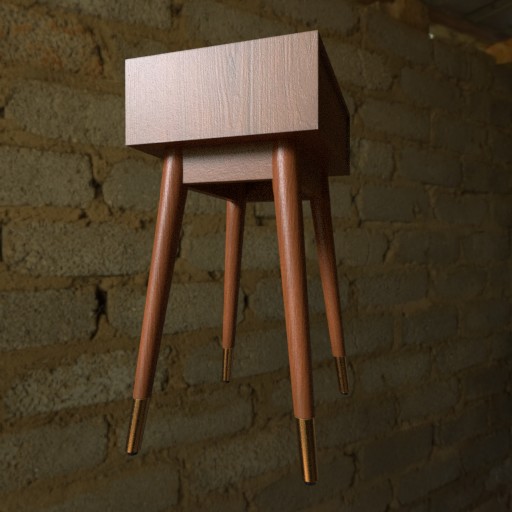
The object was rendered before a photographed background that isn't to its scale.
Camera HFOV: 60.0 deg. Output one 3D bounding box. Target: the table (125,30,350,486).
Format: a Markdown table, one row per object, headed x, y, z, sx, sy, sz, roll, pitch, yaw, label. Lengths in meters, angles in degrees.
| x | y | z | sx | sy | sz | roll | pitch | yaw | label |
| --- | --- | --- | --- | --- | --- | --- | --- | --- | --- |
| 0.000 | 0.000 | 0.812 | 0.300 | 0.599 | 0.406 | 0 | 1 | 18 | table |
